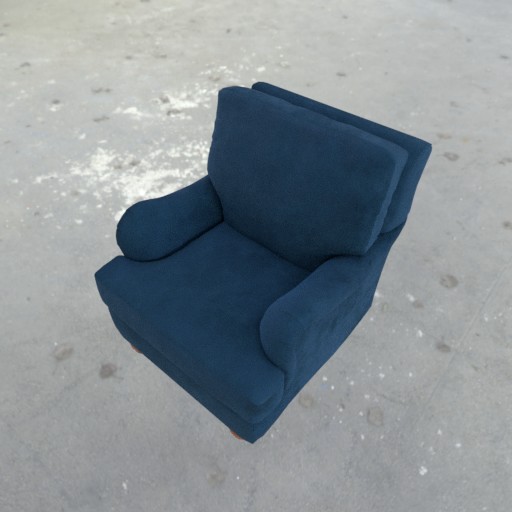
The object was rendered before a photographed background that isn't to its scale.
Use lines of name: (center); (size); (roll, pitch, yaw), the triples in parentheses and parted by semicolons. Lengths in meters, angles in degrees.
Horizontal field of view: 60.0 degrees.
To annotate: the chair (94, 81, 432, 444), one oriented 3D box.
chair: (0.000, 0.000, 1.855); (0.895, 1.076, 1.078); (31, 53, 27)
